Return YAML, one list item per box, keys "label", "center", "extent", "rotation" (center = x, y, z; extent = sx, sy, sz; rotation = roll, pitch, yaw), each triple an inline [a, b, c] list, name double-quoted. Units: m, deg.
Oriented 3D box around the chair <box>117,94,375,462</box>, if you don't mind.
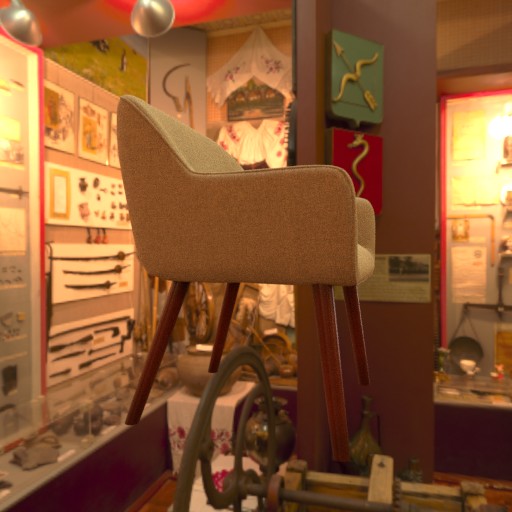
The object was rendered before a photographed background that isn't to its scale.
- label: "chair"
  center: [0.000, 0.000, 1.231]
  extent: [0.610, 0.813, 0.610]
  rotation: [0, 1, 19]
